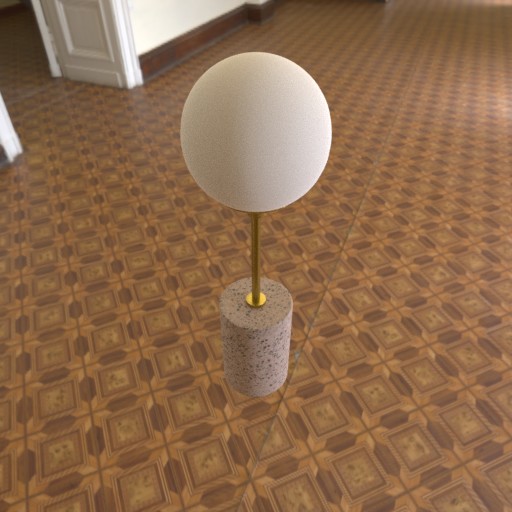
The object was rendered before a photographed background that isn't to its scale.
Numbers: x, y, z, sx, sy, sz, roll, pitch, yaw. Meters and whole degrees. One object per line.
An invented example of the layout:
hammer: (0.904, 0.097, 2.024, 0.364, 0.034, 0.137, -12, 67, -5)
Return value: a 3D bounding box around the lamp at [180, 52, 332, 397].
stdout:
lamp: (0.000, 0.000, 0.560, 0.153, 0.480, 0.153, 0, 40, 0)
